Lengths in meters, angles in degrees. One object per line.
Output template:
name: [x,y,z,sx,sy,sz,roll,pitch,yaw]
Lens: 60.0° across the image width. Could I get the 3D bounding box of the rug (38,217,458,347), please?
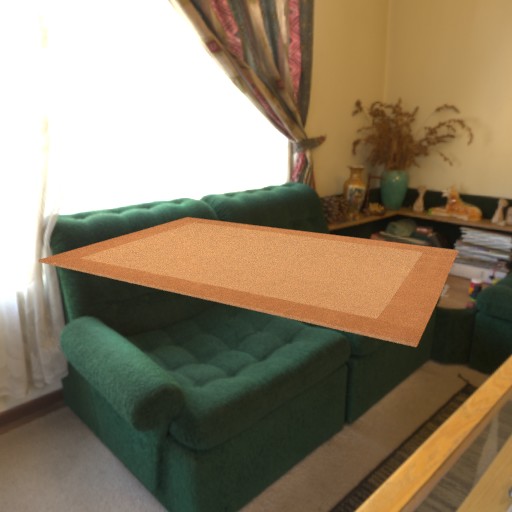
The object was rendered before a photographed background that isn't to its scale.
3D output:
rug: [0.000,0.000,2.313,1.829,0.014,1.219,9,19,28]
